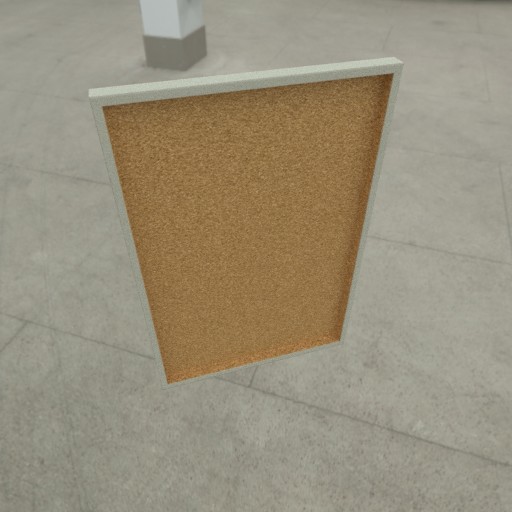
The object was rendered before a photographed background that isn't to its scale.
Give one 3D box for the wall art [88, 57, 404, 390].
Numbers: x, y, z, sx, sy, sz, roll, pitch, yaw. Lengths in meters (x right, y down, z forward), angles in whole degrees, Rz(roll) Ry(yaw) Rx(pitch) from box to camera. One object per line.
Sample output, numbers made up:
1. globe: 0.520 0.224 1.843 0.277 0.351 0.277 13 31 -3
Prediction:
1. wall art: 0.000 0.000 1.143 0.610 0.914 0.038 -11 43 -12
